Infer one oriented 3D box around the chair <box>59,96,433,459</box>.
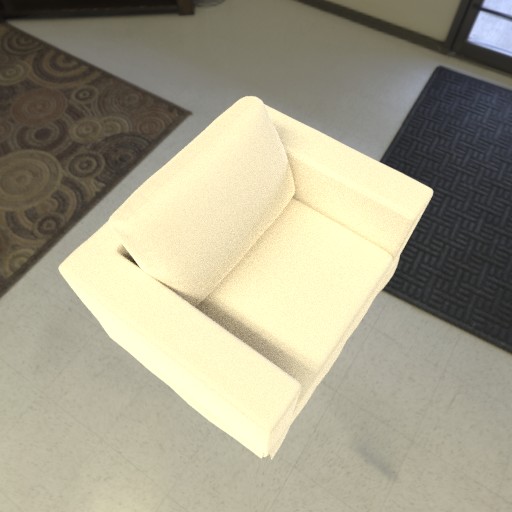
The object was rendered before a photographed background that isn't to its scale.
[{"bbox_3d":[0.000,0.000,1.818,0.957,0.878,1.150,32,65,17],"label":"chair"}]
